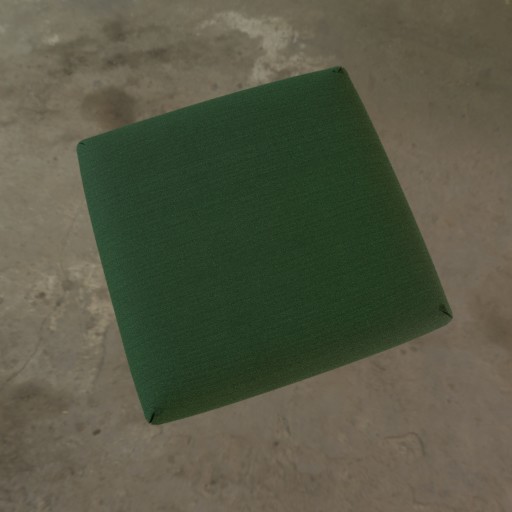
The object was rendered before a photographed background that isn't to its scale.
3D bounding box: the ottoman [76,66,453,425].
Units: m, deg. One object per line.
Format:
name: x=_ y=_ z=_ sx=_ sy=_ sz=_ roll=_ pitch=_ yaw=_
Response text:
ottoman: x=0.000 y=0.000 z=0.903 sx=0.507 sy=0.475 sz=0.497 roll=-17 pitch=77 yaw=-4
